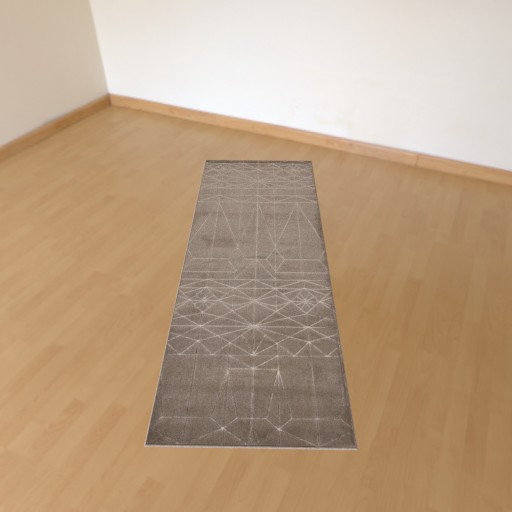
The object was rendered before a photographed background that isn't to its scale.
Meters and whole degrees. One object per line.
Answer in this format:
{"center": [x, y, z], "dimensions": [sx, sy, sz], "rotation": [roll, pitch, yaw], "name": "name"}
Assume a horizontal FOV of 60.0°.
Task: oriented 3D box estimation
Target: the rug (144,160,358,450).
{"center": [0.000, 0.000, 2.696], "dimensions": [0.864, 0.012, 2.388], "rotation": [1, 40, 1], "name": "rug"}
